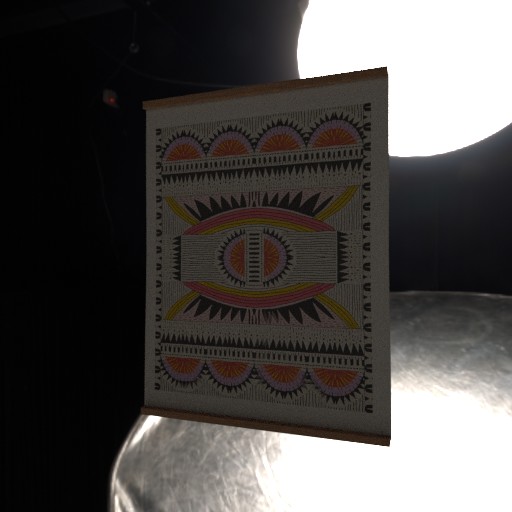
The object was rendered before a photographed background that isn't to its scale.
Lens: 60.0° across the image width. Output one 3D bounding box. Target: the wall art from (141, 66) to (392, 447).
[{"bbox_3d":[0.000,0.000,0.693,0.403,0.527,0.028,0,-1,20],"label":"wall art"}]
